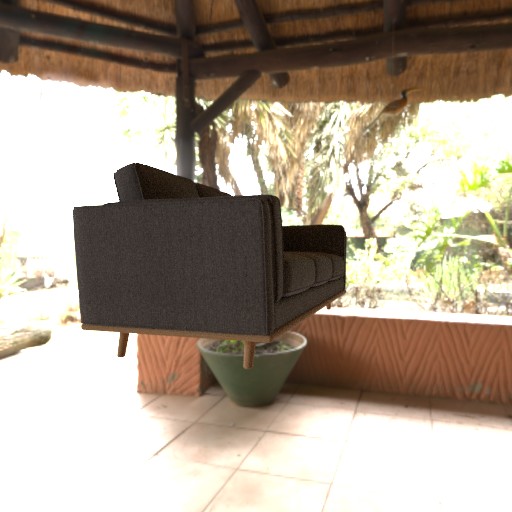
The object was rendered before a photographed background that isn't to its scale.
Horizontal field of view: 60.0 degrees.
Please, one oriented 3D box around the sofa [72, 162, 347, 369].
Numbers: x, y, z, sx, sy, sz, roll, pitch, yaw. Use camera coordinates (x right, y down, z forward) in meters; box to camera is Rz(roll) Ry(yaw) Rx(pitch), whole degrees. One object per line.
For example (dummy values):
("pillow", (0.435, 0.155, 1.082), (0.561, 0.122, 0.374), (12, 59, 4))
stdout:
("sofa", (0.000, 0.000, 2.825), (0.903, 0.899, 2.362), (0, 0, 19))
